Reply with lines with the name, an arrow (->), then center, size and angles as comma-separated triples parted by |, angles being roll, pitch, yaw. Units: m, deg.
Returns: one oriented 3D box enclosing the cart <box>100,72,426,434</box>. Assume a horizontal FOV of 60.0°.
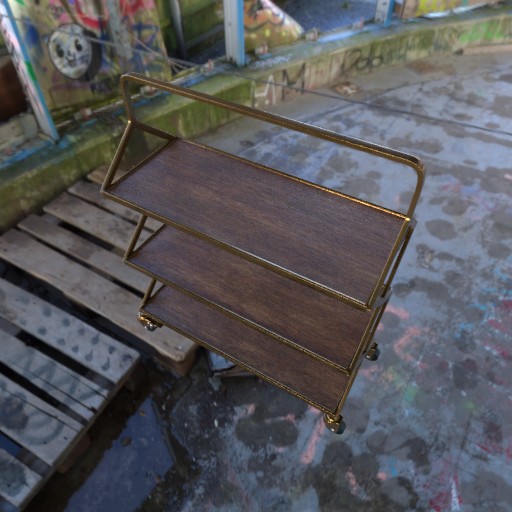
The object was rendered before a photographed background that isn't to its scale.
cart -> 0.000, 0.000, 1.145 | 0.723, 0.805, 0.313 | 24, 51, 21
